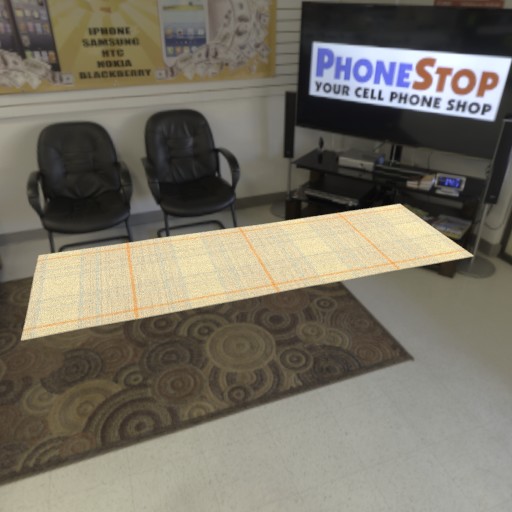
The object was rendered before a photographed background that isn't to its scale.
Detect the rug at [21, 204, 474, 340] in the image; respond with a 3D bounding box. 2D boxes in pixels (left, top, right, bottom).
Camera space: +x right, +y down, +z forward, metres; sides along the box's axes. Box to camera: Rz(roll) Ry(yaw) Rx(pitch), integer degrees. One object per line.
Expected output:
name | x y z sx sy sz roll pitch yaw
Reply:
rug | 0.000 0.000 2.606 2.442 0.016 0.770 -9 32 -15
